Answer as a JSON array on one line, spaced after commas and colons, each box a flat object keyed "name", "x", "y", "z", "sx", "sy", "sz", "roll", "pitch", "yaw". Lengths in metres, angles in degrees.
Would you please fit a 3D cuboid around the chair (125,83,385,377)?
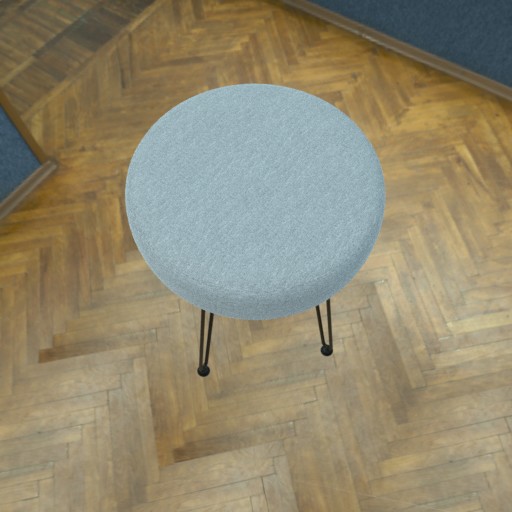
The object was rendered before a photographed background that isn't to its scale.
[{"name": "chair", "x": 0.000, "y": 0.000, "z": 0.686, "sx": 0.350, "sy": 0.440, "sz": 0.350, "roll": 33, "pitch": 68, "yaw": 15}]
